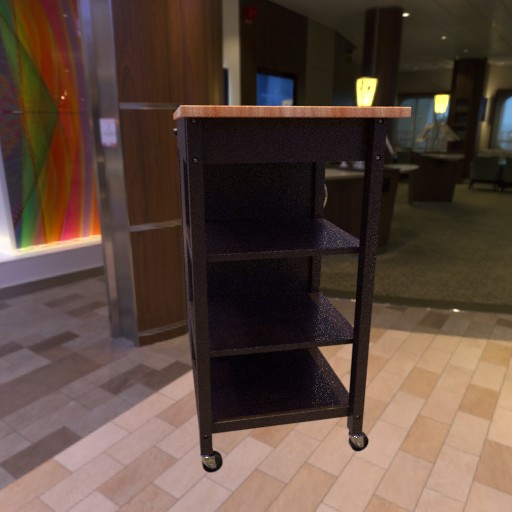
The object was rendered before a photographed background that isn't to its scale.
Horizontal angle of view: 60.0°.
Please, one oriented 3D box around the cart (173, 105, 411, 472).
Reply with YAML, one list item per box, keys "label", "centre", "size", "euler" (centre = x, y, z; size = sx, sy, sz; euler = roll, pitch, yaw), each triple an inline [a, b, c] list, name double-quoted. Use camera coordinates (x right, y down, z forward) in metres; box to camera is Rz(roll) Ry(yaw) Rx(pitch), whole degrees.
- label: "cart"
  centre: [0.000, 0.000, 1.421]
  size: [0.472, 0.878, 0.914]
  euler: [-3, 17, -11]
